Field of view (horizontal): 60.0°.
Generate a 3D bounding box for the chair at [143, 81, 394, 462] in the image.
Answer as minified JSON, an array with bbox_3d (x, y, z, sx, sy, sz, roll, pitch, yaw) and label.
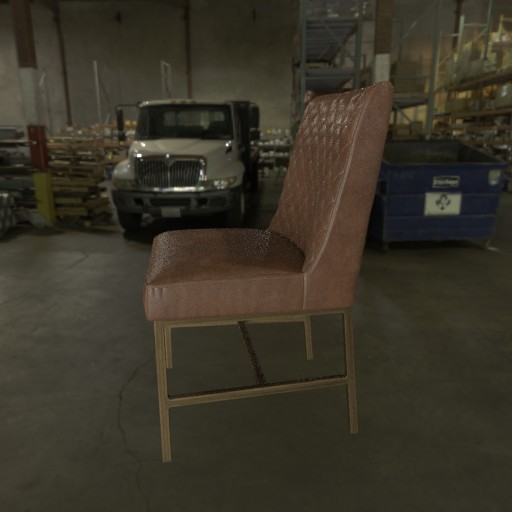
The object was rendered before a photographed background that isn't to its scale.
[{"bbox_3d":[0.000,0.000,1.234,0.587,0.889,0.508,-3,15,-10],"label":"chair"}]
